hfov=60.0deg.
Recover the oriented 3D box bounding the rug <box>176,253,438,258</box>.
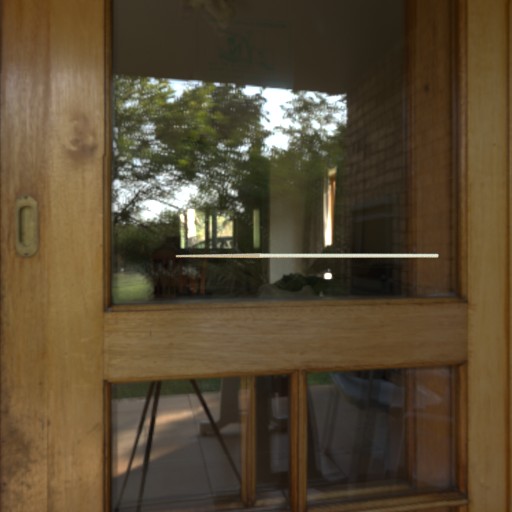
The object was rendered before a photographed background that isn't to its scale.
[{"bbox_3d":[0.000,0.000,2.568,0.661,0.013,2.297,0,0,-17],"label":"rug"}]
